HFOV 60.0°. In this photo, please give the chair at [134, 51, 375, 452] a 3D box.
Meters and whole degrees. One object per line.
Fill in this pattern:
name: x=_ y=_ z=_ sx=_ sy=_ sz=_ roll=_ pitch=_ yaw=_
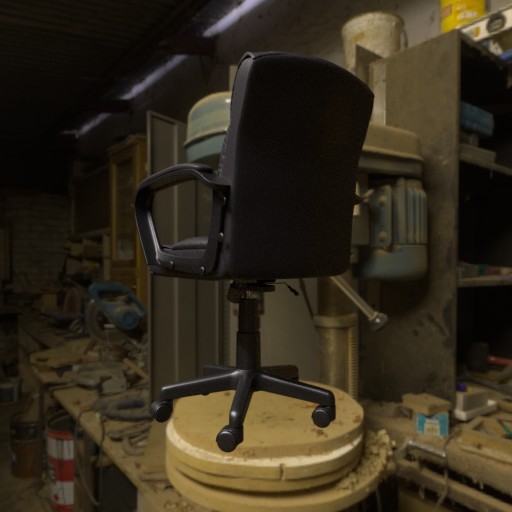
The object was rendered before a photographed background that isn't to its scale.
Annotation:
chair: x=0.000 y=0.000 z=1.365 sx=0.576 sy=0.998 sz=0.641 roll=0 pitch=0 yaw=-36
